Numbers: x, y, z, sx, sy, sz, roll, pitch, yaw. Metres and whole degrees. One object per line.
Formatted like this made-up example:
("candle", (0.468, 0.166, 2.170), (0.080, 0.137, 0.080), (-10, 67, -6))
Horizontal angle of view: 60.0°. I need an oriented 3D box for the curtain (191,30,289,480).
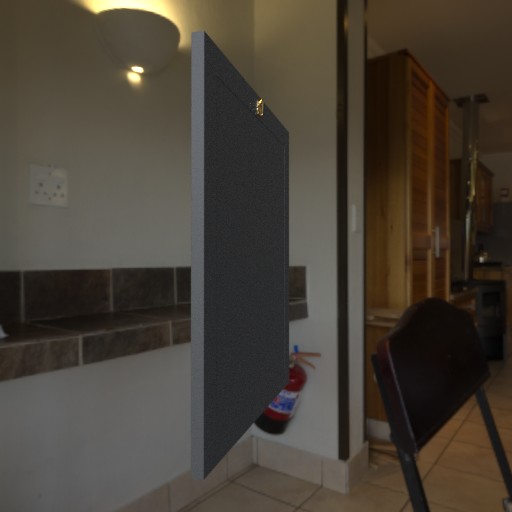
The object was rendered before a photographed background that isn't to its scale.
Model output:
("curtain", (0.000, 0.000, 0.808), (0.027, 0.585, 0.483), (0, -1, 17))
